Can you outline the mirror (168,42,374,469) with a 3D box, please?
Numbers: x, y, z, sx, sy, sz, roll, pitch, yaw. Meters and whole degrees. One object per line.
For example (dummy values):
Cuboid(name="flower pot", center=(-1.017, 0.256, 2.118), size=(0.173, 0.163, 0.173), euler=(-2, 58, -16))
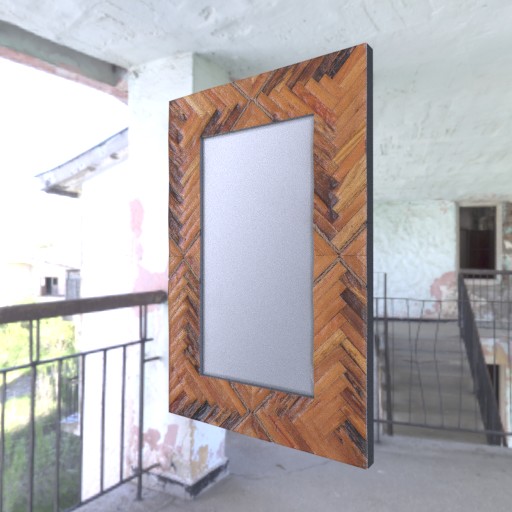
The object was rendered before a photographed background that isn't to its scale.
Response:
Cuboid(name="mirror", center=(0.000, 0.000, 1.136), size=(0.606, 0.912, 0.044), euler=(0, -1, 36))
